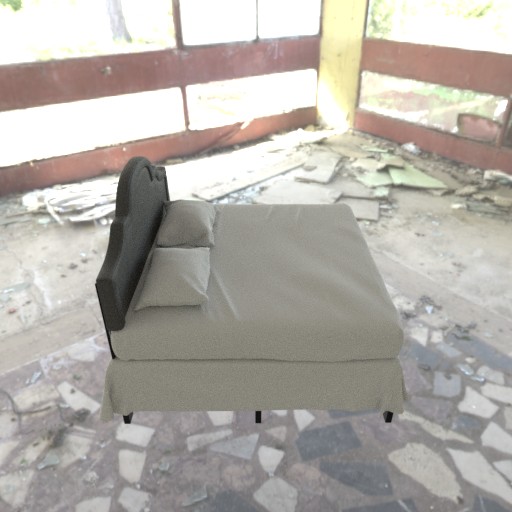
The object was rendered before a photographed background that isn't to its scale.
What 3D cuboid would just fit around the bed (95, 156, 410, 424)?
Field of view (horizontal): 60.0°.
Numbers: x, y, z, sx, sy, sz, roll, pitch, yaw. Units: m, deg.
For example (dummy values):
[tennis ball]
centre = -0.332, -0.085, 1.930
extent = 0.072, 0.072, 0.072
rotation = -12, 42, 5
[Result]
[bed]
centre = 0.000, 0.000, 3.723
extent = 2.222, 1.631, 2.303
rotation = 0, 32, 0
